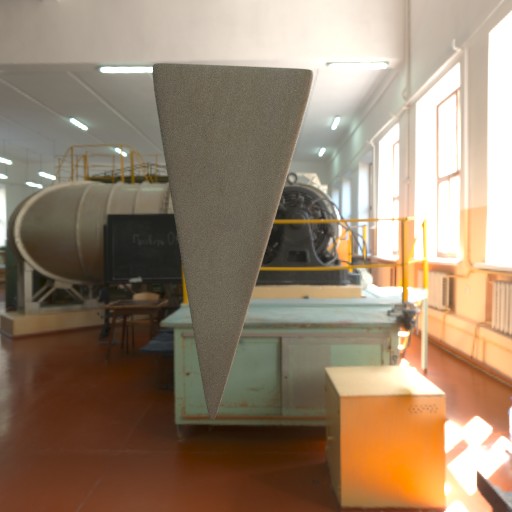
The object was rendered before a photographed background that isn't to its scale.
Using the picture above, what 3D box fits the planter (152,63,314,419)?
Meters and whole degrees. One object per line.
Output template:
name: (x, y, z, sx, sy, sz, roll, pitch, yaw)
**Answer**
planter: (0.000, 0.000, 0.278, 0.081, 0.224, 0.101, 1, 2, 37)
